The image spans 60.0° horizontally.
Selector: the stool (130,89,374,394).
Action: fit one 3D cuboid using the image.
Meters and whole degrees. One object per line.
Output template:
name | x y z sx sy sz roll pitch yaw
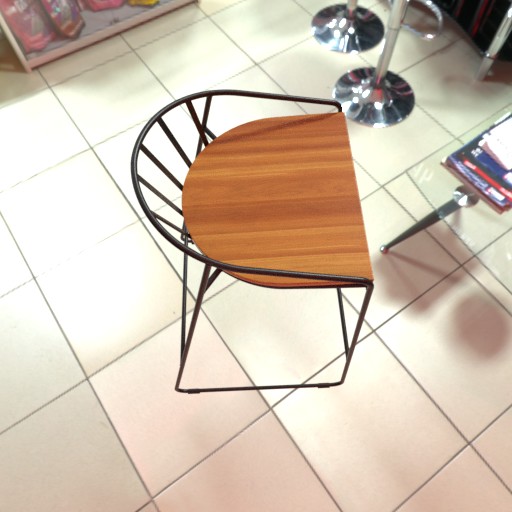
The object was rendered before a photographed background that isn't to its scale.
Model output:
stool | 0.000 0.000 1.156 0.521 0.812 0.546 -2 64 -1
